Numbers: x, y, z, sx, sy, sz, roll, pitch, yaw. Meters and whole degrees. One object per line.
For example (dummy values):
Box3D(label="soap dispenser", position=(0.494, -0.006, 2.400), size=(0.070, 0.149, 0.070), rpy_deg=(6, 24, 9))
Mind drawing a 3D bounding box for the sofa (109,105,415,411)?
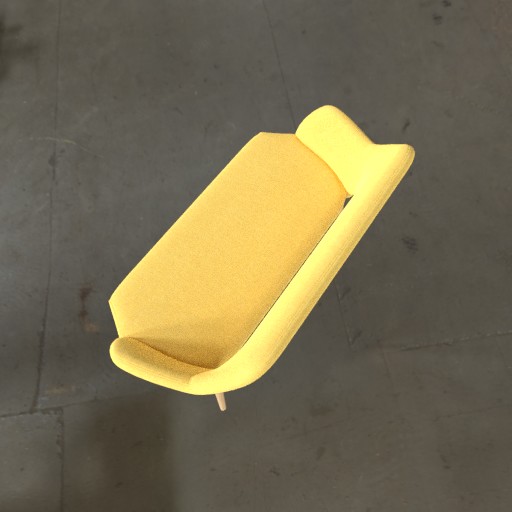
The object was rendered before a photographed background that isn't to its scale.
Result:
Box3D(label="sofa", position=(0.000, 0.000, 1.598), size=(0.610, 0.840, 1.150), rpy_deg=(33, 69, 14))
